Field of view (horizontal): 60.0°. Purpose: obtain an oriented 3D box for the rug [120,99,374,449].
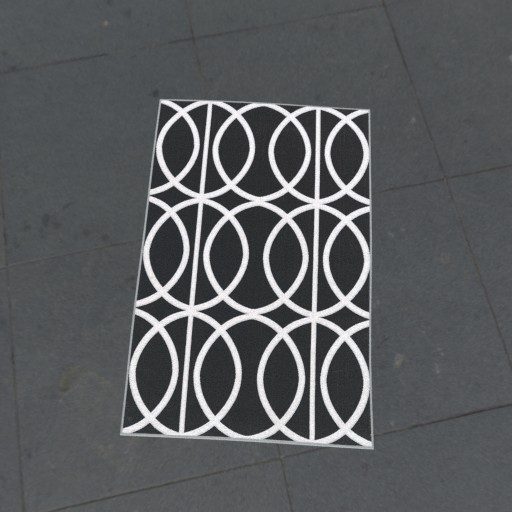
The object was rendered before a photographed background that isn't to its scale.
[{"bbox_3d":[0.000,0.000,2.920,1.526,0.014,2.290,3,76,1],"label":"rug"}]
